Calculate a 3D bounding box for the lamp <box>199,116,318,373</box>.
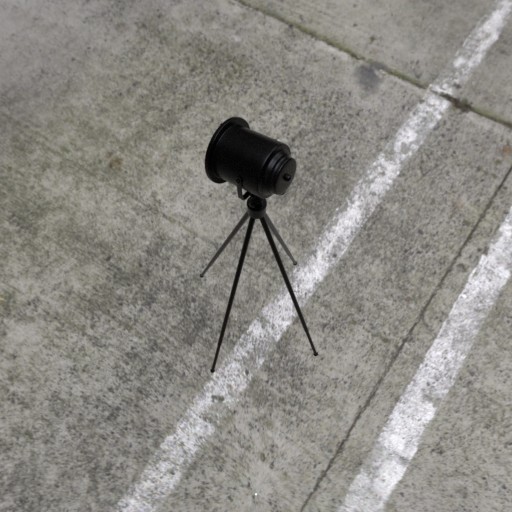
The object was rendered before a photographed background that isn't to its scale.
[{"bbox_3d":[0.000,0.000,2.048,0.884,1.504,0.879,33,67,16],"label":"lamp"}]
